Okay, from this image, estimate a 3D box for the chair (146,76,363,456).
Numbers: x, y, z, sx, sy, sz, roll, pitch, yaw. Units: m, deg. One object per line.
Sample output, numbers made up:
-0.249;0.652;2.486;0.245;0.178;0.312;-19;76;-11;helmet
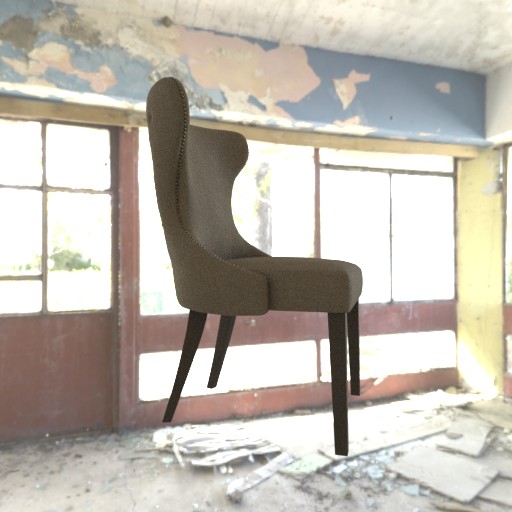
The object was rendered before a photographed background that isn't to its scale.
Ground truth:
0.000;0.000;1.400;0.635;0.967;0.628;0;0;17;chair
